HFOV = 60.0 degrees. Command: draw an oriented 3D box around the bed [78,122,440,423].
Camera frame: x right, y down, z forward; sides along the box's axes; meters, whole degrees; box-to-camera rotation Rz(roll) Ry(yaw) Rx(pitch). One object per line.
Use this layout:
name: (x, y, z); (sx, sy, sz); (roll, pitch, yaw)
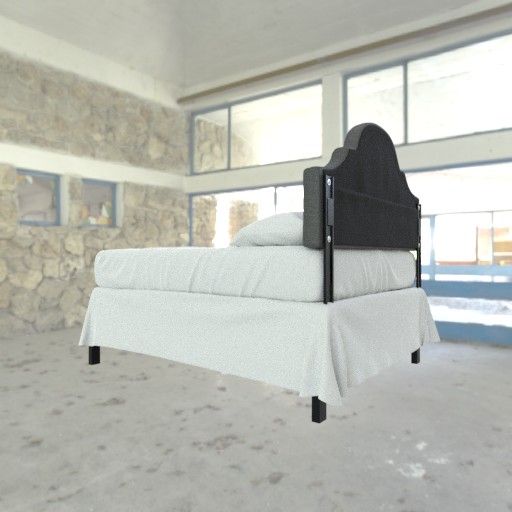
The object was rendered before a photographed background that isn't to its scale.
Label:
bed: (0.000, 0.000, 3.357); (2.222, 1.634, 1.780); (0, 0, 37)
